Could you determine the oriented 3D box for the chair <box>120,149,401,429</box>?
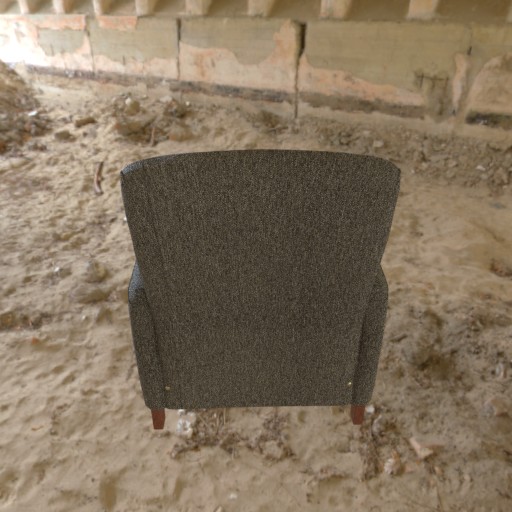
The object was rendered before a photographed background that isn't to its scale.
[{"bbox_3d":[0.000,0.000,1.639,0.848,1.014,0.864,-1,29,-1],"label":"chair"}]
